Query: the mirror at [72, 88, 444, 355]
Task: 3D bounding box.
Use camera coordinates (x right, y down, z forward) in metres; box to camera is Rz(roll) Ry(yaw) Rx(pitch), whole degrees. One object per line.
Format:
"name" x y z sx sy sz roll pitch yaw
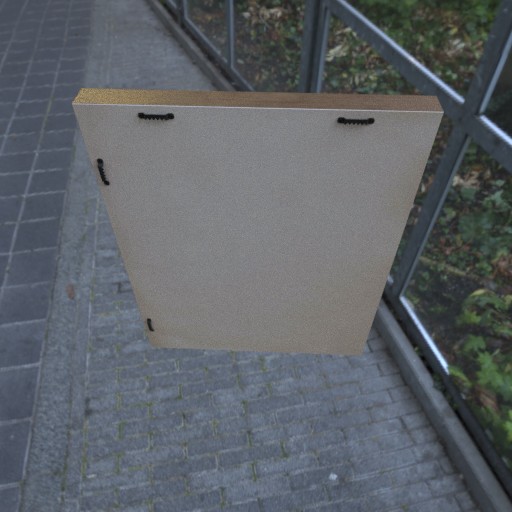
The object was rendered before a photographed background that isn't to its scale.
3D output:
"mirror" 0.000 0.000 0.678 0.405 0.508 0.041 2 47 2
